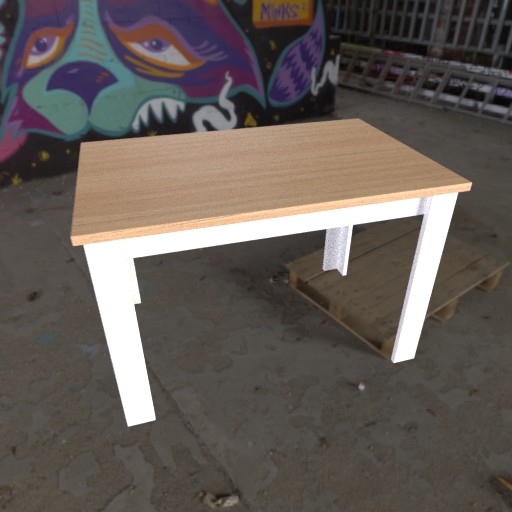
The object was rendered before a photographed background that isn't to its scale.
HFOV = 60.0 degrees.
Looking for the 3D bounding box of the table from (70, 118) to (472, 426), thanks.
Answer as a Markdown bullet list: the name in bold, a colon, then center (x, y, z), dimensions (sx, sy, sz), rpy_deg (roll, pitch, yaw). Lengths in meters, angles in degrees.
- **table**: center (0.000, 0.000, 1.632), dimensions (1.100, 0.734, 0.700), rpy_deg (-9, 34, -14)
